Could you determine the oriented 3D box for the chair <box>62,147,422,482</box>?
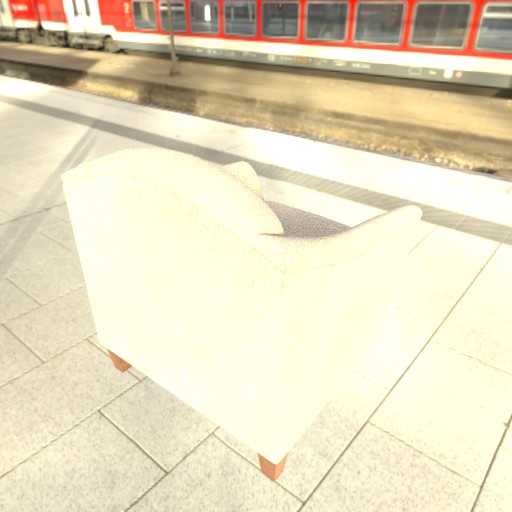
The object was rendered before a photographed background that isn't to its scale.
[{"bbox_3d":[0.000,0.000,1.416,0.763,0.839,0.787,22,37,32],"label":"chair"}]
